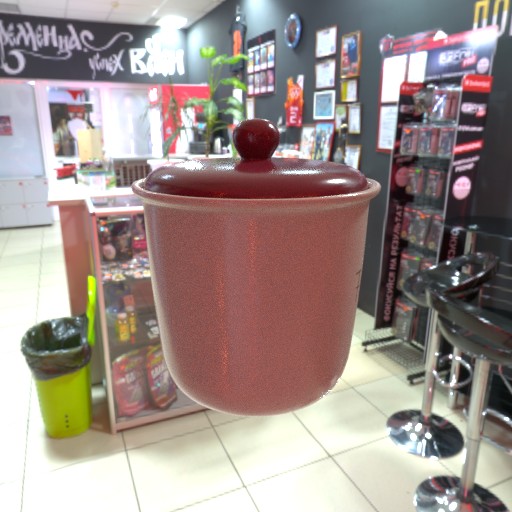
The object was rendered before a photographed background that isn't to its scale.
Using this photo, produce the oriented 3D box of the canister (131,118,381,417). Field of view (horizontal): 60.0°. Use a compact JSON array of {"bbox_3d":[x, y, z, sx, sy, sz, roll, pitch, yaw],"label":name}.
[{"bbox_3d":[0.000,0.000,0.350,0.182,0.208,0.182,0,16,0],"label":"canister"}]
